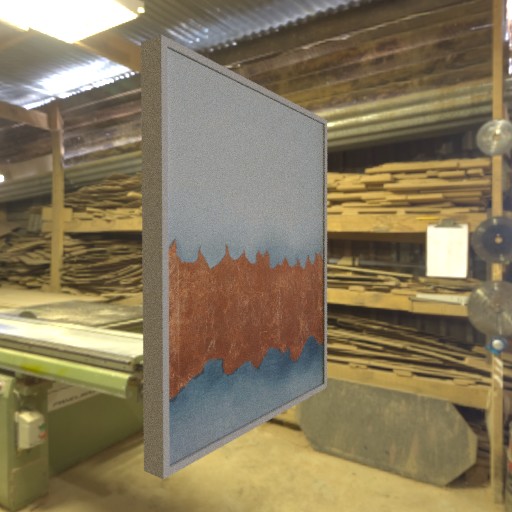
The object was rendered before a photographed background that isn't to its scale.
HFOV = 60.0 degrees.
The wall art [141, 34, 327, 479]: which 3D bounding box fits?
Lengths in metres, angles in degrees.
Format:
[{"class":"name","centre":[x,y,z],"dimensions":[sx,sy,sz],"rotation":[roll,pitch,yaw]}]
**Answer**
[{"class":"wall art","centre":[0.000,0.000,0.744],"dimensions":[0.039,0.553,0.451],"rotation":[1,1,36]}]
